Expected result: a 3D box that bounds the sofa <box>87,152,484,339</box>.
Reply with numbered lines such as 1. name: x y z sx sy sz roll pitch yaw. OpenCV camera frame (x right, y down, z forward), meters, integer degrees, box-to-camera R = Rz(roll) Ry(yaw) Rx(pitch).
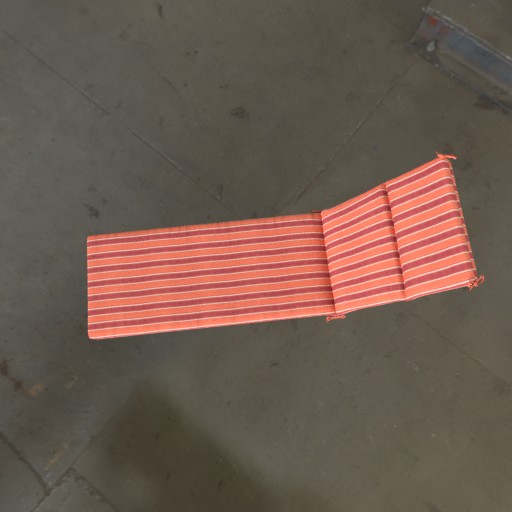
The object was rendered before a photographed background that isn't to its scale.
1. sofa: 0.000 0.000 1.952 1.663 0.622 0.582 -6 76 -2
